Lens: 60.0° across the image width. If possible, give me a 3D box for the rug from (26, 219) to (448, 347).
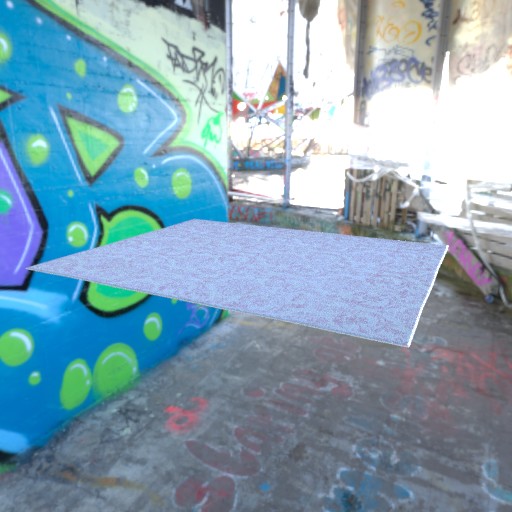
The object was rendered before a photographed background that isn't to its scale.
[{"bbox_3d":[0.000,0.000,3.938,2.980,0.012,2.363,8,17,26],"label":"rug"}]
